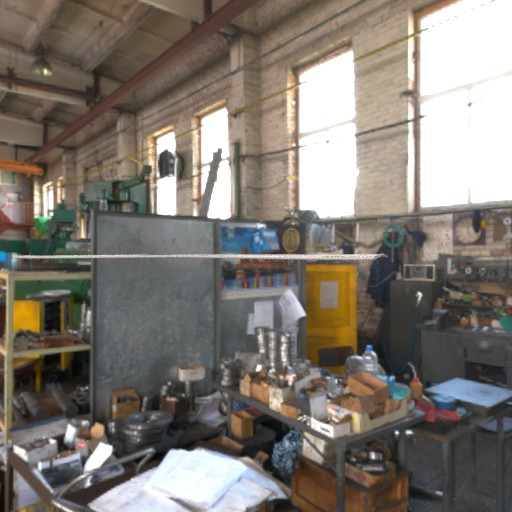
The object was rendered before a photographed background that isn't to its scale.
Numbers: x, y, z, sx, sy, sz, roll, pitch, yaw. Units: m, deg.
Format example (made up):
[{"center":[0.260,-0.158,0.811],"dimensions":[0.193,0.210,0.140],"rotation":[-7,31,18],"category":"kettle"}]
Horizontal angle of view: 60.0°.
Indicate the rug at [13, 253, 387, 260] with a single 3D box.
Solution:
[{"center":[0.000,0.000,2.882],"dimensions":[1.604,0.030,2.307],"rotation":[0,0,18],"category":"rug"}]
